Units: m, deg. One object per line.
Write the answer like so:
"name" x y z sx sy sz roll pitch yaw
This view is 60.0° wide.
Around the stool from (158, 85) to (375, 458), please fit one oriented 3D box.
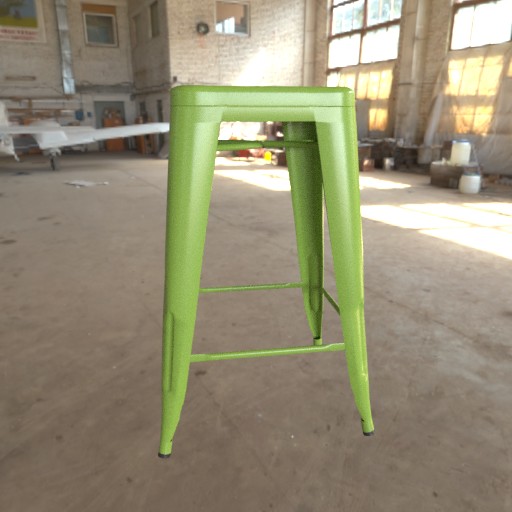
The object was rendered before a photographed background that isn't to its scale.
"stool" 0.000 0.000 0.868 0.398 0.609 0.358 -3 18 -8
